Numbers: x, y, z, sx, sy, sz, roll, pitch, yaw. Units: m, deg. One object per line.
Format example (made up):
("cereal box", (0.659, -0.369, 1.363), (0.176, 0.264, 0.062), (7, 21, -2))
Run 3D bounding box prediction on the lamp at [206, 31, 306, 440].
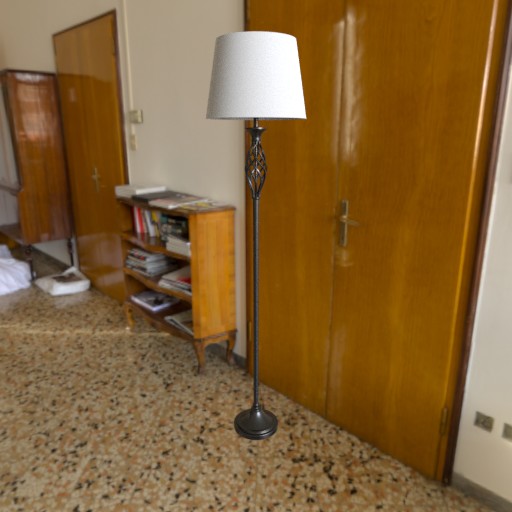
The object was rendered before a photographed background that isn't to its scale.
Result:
("lamp", (0.000, 0.000, 1.823), (0.379, 1.623, 0.379), (0, 16, 0))
